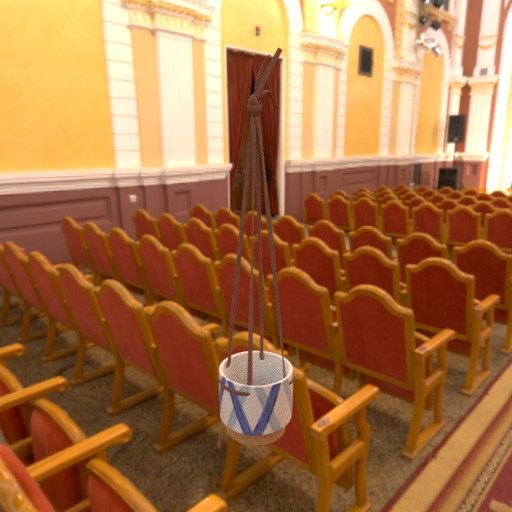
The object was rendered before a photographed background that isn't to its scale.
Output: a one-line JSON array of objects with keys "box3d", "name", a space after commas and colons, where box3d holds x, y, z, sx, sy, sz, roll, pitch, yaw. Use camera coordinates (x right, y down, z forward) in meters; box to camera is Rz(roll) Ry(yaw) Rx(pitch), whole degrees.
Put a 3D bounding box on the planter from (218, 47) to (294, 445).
[{"box3d": [0.000, 0.000, 0.855, 0.153, 0.753, 0.157, 13, 20, 42], "name": "planter"}]
